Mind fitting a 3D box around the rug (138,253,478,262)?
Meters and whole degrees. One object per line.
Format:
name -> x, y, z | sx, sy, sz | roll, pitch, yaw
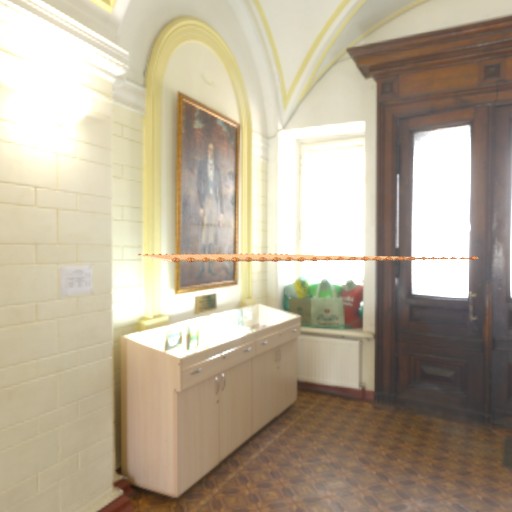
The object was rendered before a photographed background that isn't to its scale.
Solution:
rug -> 0.000, 0.000, 2.591 | 1.232, 0.017, 2.092 | 0, 1, -18
